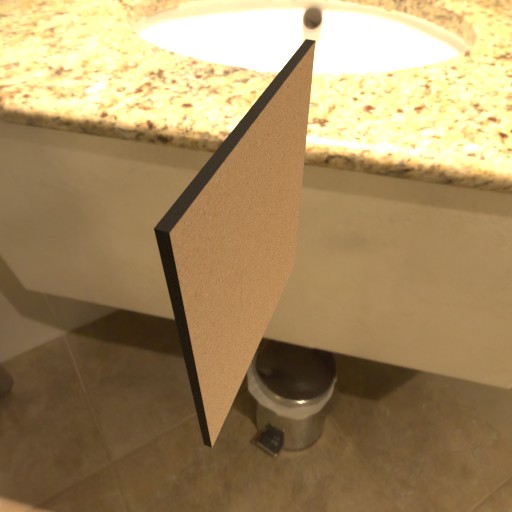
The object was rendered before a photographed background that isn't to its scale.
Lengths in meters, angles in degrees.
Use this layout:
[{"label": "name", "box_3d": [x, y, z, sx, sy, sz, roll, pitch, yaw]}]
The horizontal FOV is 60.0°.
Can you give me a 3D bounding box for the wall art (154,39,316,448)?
[{"label": "wall art", "box_3d": [0.000, 0.000, 1.206, 0.028, 0.863, 0.755, 16, 49, 15]}]
